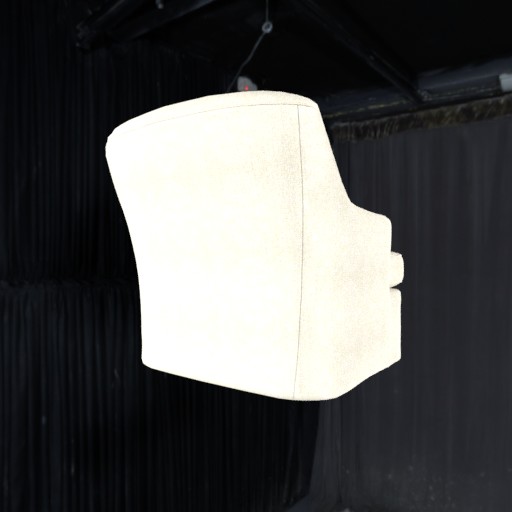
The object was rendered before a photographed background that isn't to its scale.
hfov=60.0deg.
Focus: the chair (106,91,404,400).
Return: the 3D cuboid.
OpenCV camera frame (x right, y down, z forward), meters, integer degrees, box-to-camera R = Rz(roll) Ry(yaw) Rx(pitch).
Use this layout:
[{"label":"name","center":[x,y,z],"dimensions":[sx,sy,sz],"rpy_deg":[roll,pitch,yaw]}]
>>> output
[{"label":"chair","center":[0.000,0.000,1.601],"dimensions":[0.864,0.856,0.923],"rpy_deg":[0,0,37]}]
